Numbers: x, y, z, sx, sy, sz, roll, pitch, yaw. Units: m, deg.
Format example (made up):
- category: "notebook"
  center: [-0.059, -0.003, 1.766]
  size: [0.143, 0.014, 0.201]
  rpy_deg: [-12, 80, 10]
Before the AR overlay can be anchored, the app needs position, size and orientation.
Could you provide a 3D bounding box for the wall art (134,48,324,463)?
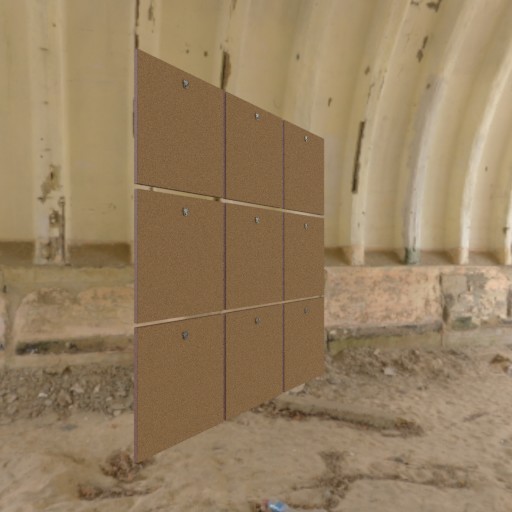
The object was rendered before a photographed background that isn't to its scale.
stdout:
- category: "wall art"
  center: [0.000, 0.000, 1.803]
  size: [0.024, 1.218, 1.221]
  rpy_deg: [0, 0, 35]
